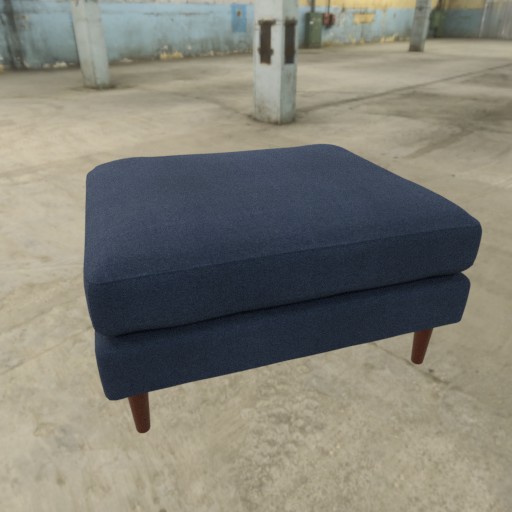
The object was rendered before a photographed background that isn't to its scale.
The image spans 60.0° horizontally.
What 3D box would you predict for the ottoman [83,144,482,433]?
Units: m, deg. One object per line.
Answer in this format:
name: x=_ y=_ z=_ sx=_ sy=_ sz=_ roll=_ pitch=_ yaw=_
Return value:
ottoman: x=0.000 y=0.000 z=1.191 sx=0.821 sy=0.474 sz=0.693 roll=-9 pitch=29 yaw=-16
